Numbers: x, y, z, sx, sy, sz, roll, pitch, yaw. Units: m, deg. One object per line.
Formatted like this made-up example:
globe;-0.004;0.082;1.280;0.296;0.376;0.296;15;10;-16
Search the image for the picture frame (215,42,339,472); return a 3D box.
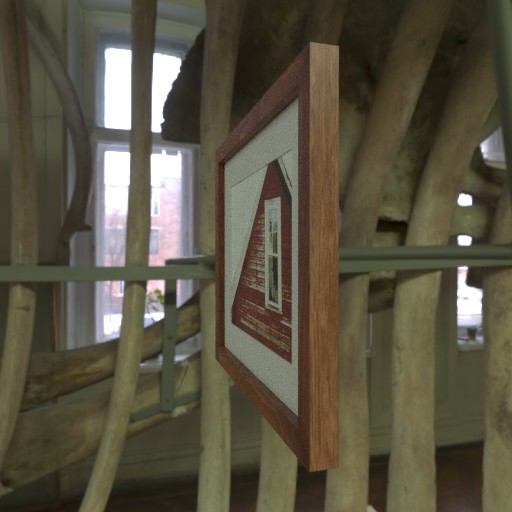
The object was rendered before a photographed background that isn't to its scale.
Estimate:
picture frame;0.000;0.000;0.526;0.025;0.330;0.381;0;0;-16
